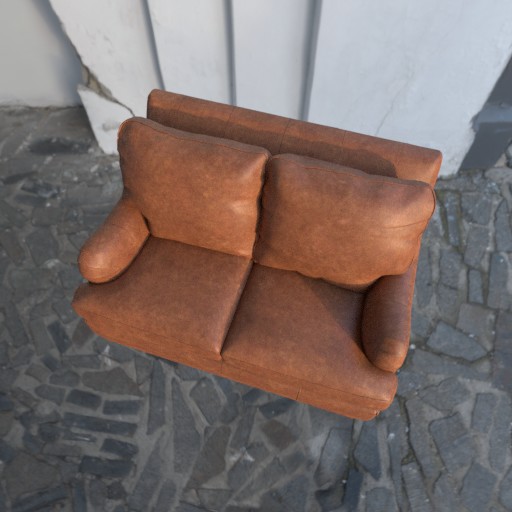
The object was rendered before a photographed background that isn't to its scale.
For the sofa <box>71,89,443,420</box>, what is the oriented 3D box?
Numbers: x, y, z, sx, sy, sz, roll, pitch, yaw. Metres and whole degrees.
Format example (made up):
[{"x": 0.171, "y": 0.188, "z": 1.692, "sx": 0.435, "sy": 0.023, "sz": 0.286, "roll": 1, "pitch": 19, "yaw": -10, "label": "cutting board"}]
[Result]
[{"x": 0.000, "y": 0.000, "z": 2.176, "sx": 1.527, "sy": 1.004, "sz": 1.077, "roll": 15, "pitch": 60, "yaw": 9, "label": "sofa"}]
